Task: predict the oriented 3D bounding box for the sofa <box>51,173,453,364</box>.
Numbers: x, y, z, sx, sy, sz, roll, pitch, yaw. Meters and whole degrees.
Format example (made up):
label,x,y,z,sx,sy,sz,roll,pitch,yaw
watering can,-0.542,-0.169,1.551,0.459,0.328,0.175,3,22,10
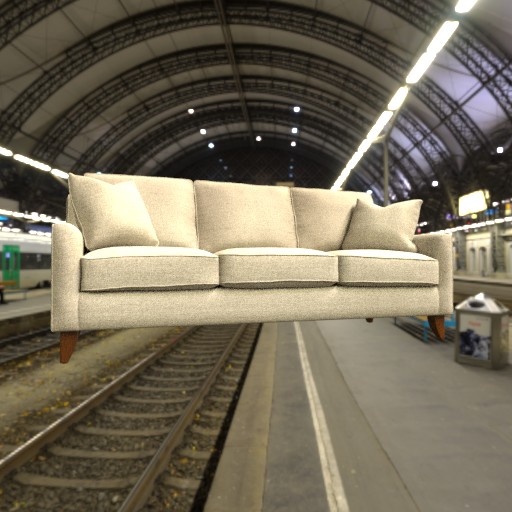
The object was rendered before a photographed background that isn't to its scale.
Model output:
label,x,y,z,sx,sy,sz,roll,pitch,yaw
sofa,0.000,0.000,2.475,2.031,0.914,0.865,0,-1,-18
